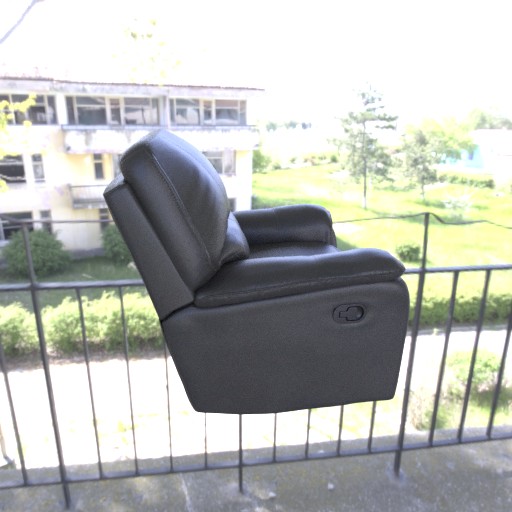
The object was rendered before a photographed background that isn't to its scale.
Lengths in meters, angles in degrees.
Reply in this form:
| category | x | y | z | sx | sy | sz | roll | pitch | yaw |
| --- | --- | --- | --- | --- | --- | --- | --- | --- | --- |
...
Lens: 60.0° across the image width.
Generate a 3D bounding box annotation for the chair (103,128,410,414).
| category | x | y | z | sx | sy | sz | roll | pitch | yaw |
| --- | --- | --- | --- | --- | --- | --- | --- | --- | --- |
| chair | 0.000 | 0.000 | 2.007 | 1.087 | 1.109 | 1.096 | -2 | 18 | -8 |
